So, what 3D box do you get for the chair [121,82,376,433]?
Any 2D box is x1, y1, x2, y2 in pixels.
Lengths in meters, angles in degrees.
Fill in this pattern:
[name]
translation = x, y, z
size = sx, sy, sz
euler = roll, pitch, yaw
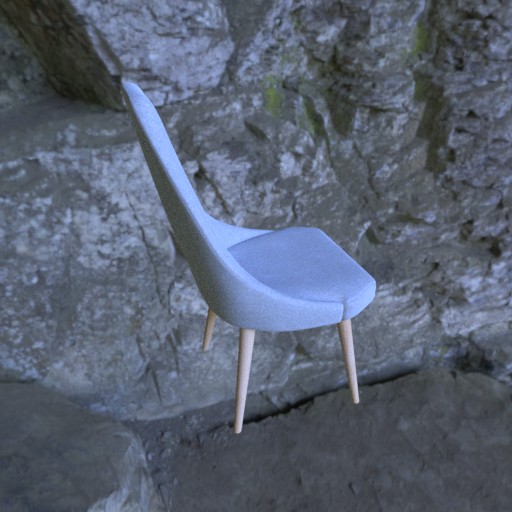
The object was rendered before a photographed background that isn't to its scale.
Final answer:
[chair]
translation = 0.000, 0.000, 1.393
size = 0.660, 1.040, 0.510
euler = -10, 32, -17
